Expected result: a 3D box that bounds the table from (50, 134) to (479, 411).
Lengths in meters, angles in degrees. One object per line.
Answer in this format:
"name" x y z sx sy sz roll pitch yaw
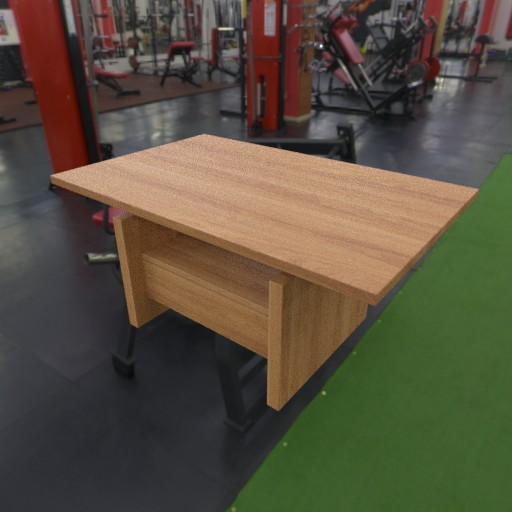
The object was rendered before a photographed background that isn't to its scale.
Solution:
"table" 0.000 0.000 1.463 1.100 0.510 0.700 20 35 33
